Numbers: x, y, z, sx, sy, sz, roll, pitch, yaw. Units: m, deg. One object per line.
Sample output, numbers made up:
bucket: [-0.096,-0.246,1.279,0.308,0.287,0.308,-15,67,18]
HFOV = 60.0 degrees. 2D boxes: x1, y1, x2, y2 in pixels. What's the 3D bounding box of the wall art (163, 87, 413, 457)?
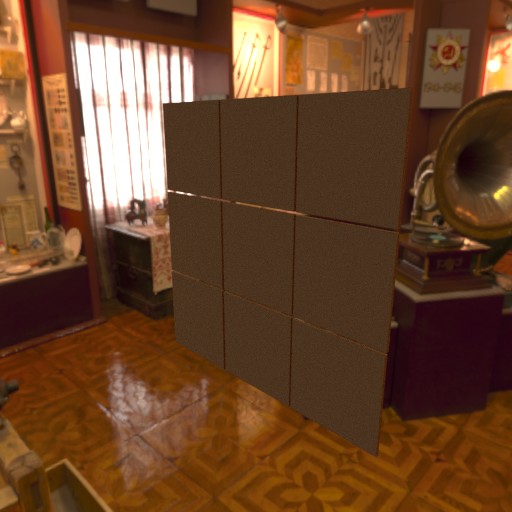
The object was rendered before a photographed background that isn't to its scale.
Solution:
wall art: [0.000,0.000,1.360,0.010,0.917,0.919,-16,22,-42]
